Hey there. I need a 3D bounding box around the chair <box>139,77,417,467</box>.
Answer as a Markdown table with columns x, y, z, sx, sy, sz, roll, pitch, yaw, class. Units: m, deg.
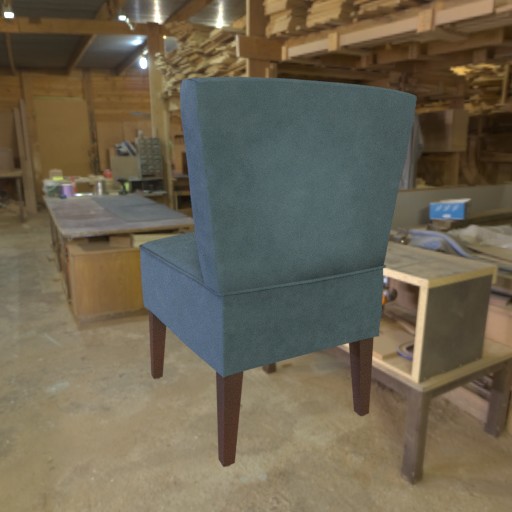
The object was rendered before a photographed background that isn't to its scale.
| x | y | z | sx | sy | sz | roll | pitch | yaw | class |
| --- | --- | --- | --- | --- | --- | --- | --- | --- | --- |
| 0.000 | 0.000 | 1.162 | 0.521 | 0.806 | 0.551 | -8 | 16 | -27 | chair |
